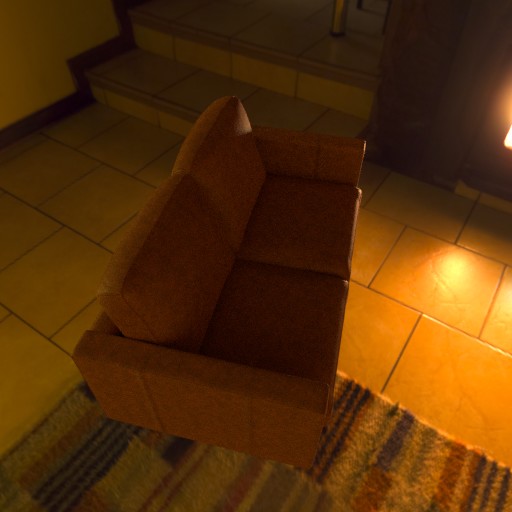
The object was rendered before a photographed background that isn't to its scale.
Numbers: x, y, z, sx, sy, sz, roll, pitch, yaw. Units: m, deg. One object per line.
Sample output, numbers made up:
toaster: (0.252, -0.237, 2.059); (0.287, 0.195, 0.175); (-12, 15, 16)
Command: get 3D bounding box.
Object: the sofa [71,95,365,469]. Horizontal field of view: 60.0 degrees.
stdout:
sofa: (0.000, 0.000, 2.097); (0.909, 0.951, 1.578); (10, 48, 9)
